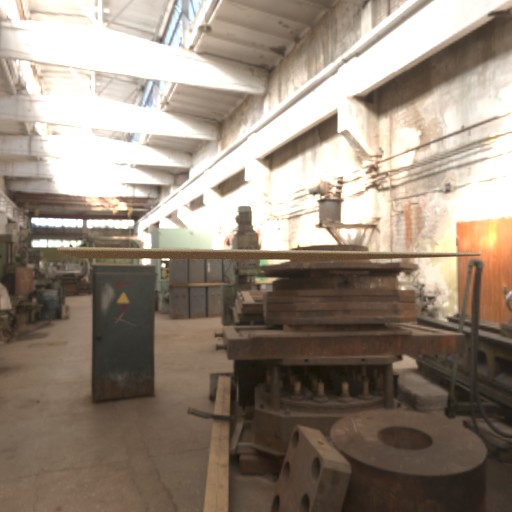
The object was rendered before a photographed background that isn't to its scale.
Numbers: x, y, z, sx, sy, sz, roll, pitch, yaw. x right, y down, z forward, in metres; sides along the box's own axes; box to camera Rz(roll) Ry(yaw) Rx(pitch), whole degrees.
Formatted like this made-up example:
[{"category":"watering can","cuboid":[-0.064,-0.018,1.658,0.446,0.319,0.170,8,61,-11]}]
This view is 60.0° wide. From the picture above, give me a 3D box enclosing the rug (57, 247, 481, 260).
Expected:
[{"category":"rug","cuboid":[0.000,0.000,2.374,1.848,0.014,1.238,1,-2,-19]}]
